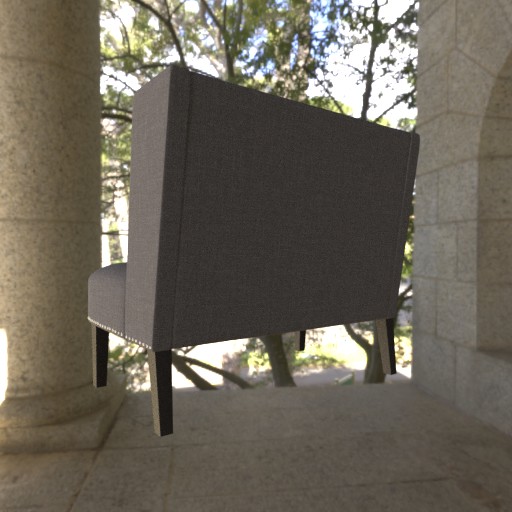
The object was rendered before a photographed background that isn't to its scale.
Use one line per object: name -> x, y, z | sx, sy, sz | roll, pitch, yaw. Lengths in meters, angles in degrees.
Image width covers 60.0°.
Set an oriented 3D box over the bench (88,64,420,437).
bench -> 0.000, 0.000, 1.989 | 1.276, 1.121, 0.842 | 0, 0, -37
